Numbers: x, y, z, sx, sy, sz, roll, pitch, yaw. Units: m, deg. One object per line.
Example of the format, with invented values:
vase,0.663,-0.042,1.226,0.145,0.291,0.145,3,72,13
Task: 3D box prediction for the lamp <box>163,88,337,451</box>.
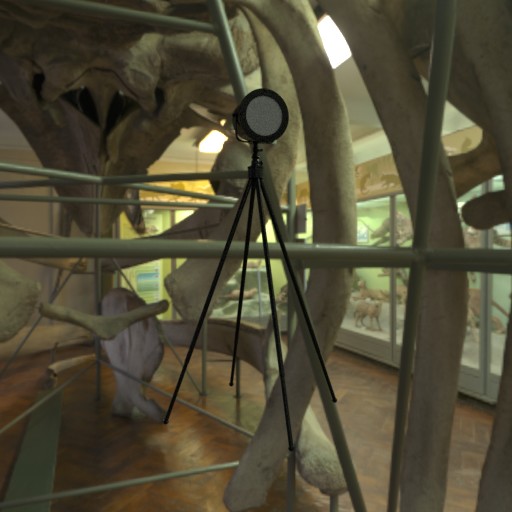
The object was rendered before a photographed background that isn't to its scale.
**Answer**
lamp,0.000,0.000,2.114,0.879,1.504,0.884,0,1,-19
